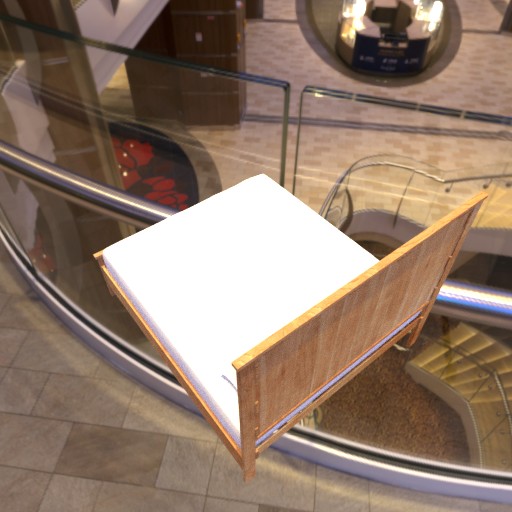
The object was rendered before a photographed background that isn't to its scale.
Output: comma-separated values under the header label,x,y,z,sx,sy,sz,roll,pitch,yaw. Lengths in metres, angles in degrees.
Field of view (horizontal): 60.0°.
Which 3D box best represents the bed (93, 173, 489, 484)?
label,x,y,z,sx,sy,sz,roll,pitch,yaw
bed,0.000,0.000,4.073,2.225,1.938,2.530,-30,54,-25
